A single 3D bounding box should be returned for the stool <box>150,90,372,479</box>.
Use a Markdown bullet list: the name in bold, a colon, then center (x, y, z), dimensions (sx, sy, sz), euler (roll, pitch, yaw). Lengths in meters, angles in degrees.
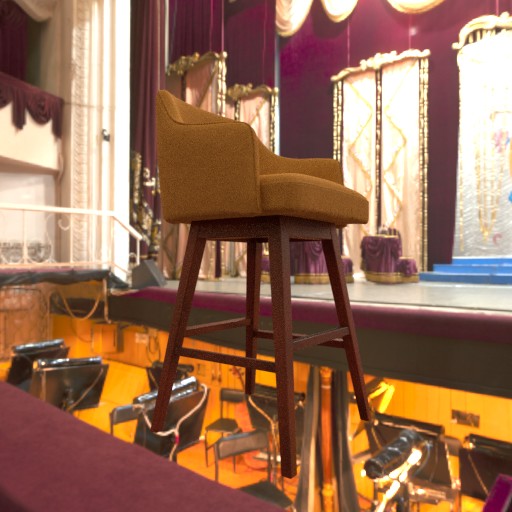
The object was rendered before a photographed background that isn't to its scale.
- **stool**: center (0.000, 0.000, 1.352), dimensions (0.558, 1.012, 0.548), euler (-1, -1, 36)
